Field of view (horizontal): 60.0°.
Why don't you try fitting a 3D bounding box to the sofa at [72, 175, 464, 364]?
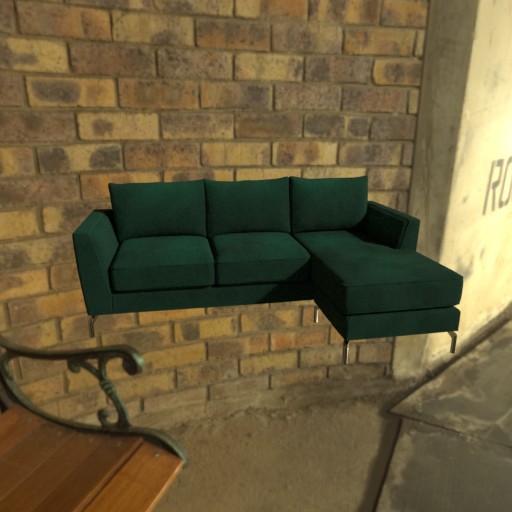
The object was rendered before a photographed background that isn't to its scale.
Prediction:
[{"bbox_3d":[0.000,0.000,3.205,2.441,1.007,1.489,-3,17,-10],"label":"sofa"}]
